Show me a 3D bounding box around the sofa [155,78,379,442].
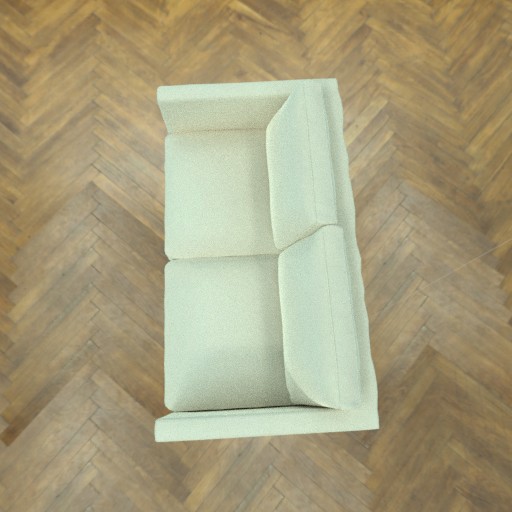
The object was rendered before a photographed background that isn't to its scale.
[{"bbox_3d":[0.000,0.000,2.335,0.962,0.834,1.746,-3,74,-1],"label":"sofa"}]
